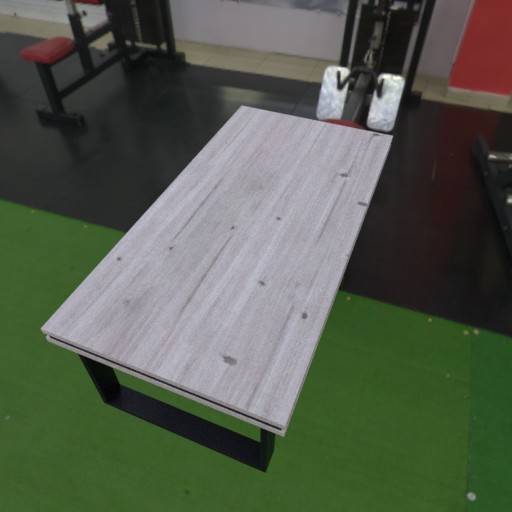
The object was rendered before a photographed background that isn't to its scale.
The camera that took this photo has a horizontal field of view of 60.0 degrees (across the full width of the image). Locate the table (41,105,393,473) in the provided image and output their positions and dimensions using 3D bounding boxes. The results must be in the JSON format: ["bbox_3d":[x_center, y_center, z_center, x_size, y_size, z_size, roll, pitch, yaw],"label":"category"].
[{"bbox_3d":[0.000,0.000,1.698,0.700,0.450,1.350,16,48,15],"label":"table"}]
